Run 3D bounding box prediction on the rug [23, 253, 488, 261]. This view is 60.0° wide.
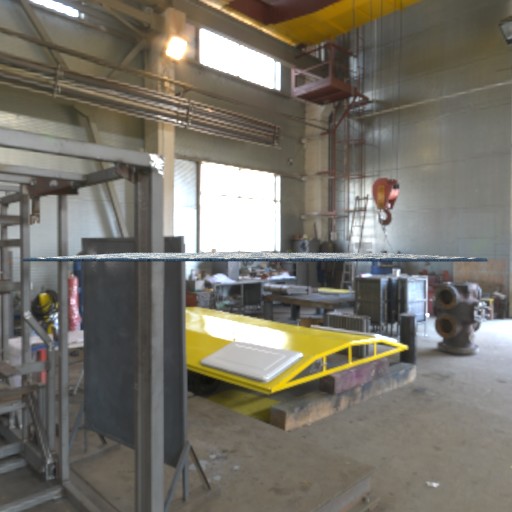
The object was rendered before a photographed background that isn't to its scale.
[{"bbox_3d":[0.000,0.000,3.871,2.881,0.020,2.270,0,1,0],"label":"rug"}]
